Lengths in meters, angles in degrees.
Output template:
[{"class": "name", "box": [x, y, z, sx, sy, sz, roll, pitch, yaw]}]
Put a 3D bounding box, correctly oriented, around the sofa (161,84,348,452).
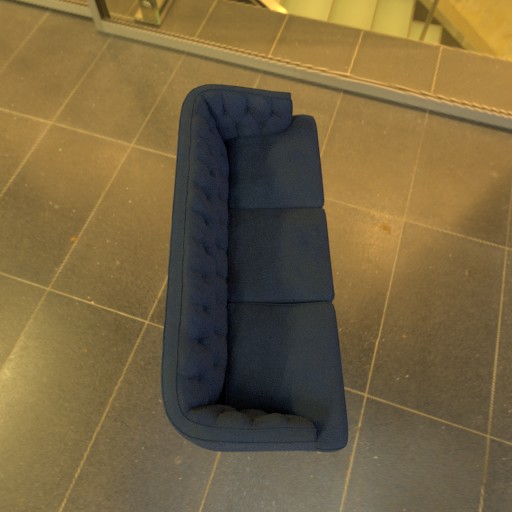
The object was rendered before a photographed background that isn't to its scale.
[{"class": "sofa", "box": [0.000, 0.000, 2.797, 0.941, 0.855, 2.278, -1, 64, 0]}]
